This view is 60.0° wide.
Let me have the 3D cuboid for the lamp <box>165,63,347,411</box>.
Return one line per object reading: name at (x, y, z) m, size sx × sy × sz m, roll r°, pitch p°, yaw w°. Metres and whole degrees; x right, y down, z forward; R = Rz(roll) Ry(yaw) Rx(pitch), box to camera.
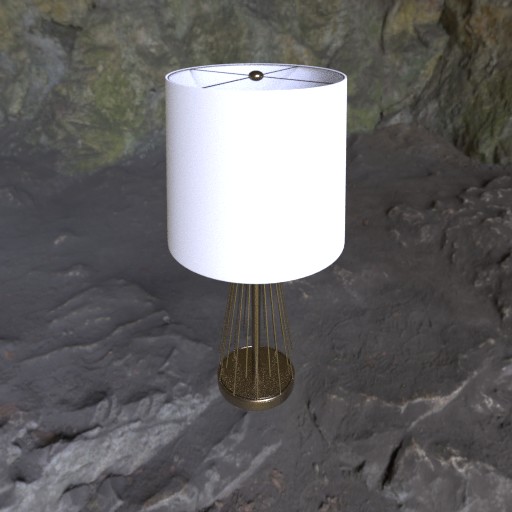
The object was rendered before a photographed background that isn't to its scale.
lamp at (0.000, 0.000, 0.793) m, size 0.303 × 0.618 × 0.303 m, roll 0°, pitch 30°, yaw 0°
